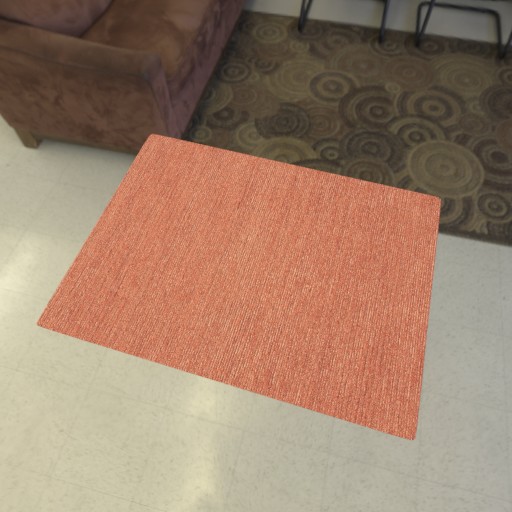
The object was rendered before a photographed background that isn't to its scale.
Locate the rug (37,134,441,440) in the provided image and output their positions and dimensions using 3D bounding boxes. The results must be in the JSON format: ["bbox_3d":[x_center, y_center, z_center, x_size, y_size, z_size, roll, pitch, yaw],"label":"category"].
[{"bbox_3d":[0.000,0.000,2.726,2.112,0.009,1.594,14,60,9],"label":"rug"}]
